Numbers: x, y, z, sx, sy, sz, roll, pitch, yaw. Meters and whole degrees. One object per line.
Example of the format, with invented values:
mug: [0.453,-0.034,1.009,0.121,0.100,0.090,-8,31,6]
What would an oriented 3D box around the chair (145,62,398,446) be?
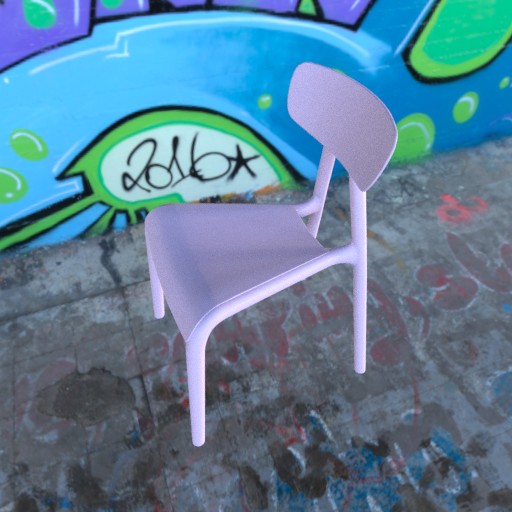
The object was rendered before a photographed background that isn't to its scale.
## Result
chair: [0.000,0.000,0.826,0.401,0.580,0.356,-16,47,-15]
